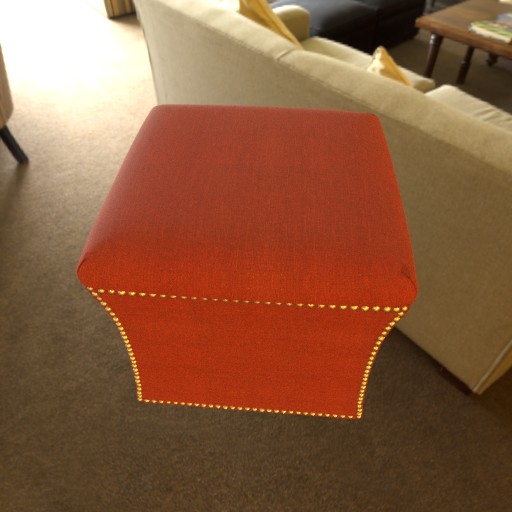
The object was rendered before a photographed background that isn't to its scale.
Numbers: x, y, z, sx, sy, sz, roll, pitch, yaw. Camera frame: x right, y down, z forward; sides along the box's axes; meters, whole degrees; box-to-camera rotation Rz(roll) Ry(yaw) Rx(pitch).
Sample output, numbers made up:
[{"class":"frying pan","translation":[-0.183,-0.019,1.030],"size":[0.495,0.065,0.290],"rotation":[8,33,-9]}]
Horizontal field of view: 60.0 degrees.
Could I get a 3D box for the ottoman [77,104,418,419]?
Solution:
[{"class":"ottoman","translation":[0.000,0.000,0.926],"size":[0.507,0.475,0.497],"rotation":[3,46,3]}]
